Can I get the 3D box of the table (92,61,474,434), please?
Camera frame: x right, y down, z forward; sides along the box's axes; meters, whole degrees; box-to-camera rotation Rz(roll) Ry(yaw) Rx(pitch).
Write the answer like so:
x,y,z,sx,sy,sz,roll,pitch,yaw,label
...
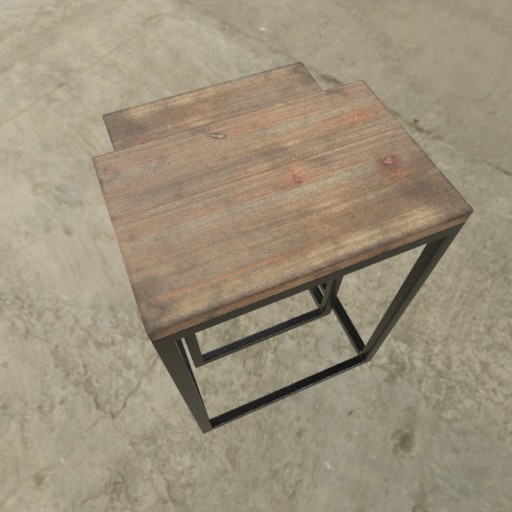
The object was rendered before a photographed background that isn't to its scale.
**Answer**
x,y,z,sx,sy,sz,roll,pitch,yaw,label
0.000,0.000,0.906,0.456,0.615,0.460,-18,60,-11,table
